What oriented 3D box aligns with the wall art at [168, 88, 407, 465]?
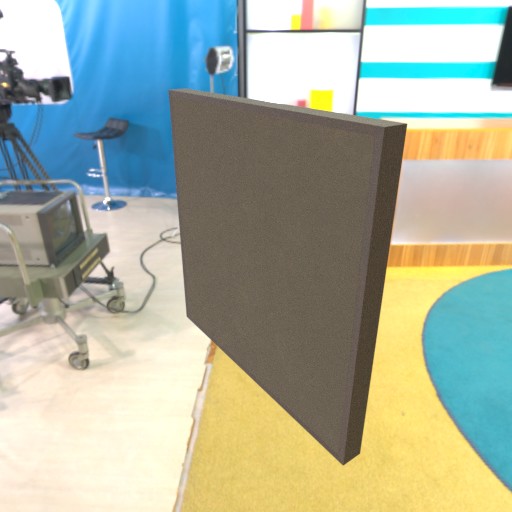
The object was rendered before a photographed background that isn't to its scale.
[{"bbox_3d":[0.000,0.000,0.767,0.038,0.506,0.508,-17,31,-32],"label":"wall art"}]
